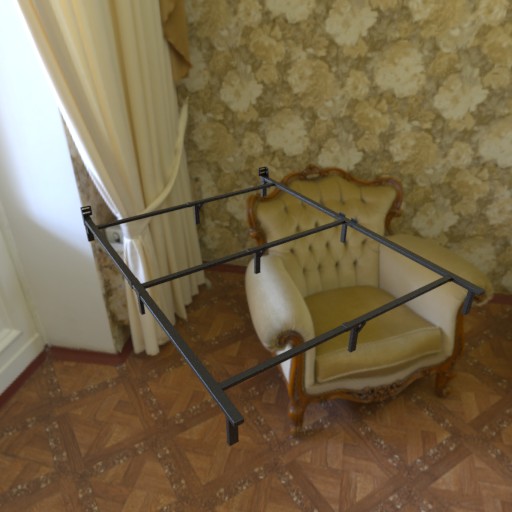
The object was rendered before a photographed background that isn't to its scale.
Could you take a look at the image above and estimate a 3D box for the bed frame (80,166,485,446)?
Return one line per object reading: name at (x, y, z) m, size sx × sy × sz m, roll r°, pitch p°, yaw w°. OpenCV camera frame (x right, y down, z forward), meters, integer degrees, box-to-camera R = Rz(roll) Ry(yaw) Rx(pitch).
bed frame at (0.000, 0.000, 2.643) m, size 1.498 × 0.248 × 1.990 m, roll -18°, pitch 35°, yaw -28°
